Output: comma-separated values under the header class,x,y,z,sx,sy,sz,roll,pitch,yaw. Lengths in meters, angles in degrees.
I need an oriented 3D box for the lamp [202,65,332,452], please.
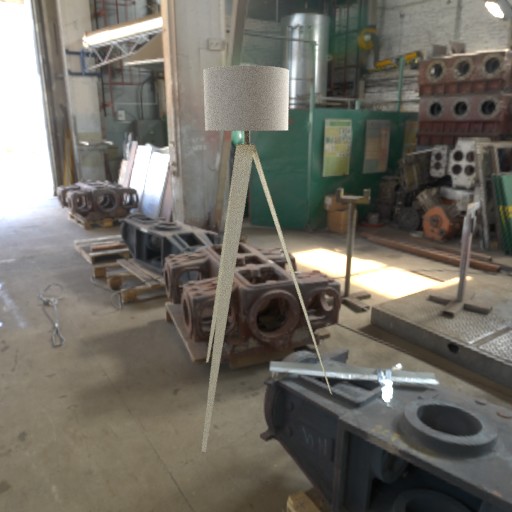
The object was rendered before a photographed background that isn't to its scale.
class,x,y,z,sx,sy,sz,roll,pitch,yaw
lamp,0.000,0.000,1.950,0.724,1.524,0.716,3,17,11
